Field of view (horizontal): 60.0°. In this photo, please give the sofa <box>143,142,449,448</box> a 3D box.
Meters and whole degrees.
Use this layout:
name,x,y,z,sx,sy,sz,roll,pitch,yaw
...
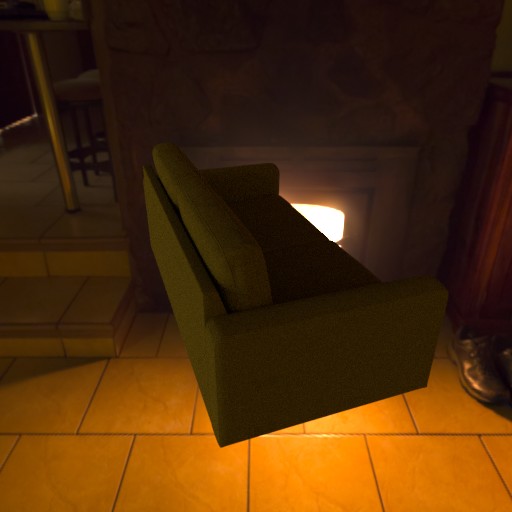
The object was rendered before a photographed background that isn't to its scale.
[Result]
name,x,y,z,sx,sy,sz,roll,pitch,yaw
sofa,0.000,0.000,2.271,0.889,0.897,1.730,-10,29,-17
